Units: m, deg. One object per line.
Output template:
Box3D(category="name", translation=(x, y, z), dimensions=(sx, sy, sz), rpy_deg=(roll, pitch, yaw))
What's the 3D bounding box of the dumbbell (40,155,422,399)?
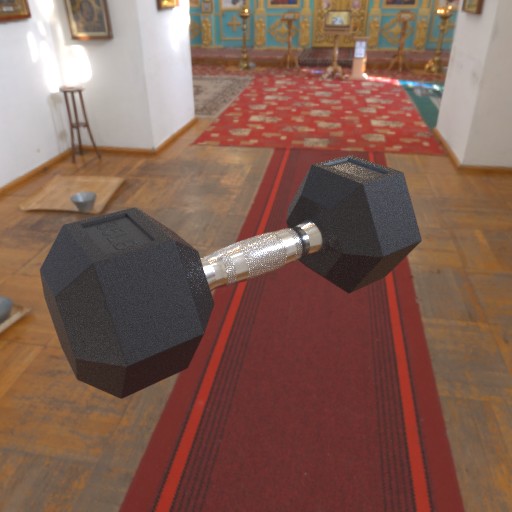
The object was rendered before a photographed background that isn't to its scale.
Box3D(category="dumbbell", translation=(0.000, 0.000, 0.416), dimensions=(0.356, 0.123, 0.141), rpy_deg=(-19, 35, -30))
